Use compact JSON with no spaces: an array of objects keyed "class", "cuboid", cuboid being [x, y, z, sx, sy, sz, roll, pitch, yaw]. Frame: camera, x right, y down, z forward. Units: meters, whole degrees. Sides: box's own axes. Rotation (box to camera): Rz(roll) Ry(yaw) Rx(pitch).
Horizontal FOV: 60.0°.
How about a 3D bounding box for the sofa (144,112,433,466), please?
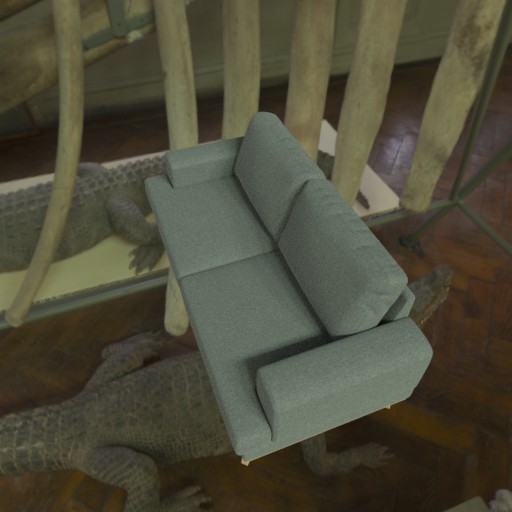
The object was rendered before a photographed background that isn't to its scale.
[{"class":"sofa","cuboid":[0.000,0.000,2.135,0.785,0.810,1.650,-16,48,-14]}]
